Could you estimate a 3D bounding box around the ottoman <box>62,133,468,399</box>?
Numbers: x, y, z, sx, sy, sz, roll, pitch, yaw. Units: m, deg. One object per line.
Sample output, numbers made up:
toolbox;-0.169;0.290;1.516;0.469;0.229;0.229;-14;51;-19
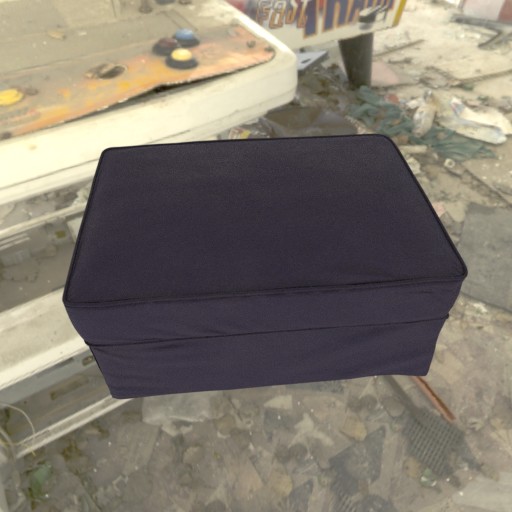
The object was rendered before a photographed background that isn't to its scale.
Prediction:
ottoman;0.000;0.000;1.313;0.938;0.503;0.637;-4;46;-4
